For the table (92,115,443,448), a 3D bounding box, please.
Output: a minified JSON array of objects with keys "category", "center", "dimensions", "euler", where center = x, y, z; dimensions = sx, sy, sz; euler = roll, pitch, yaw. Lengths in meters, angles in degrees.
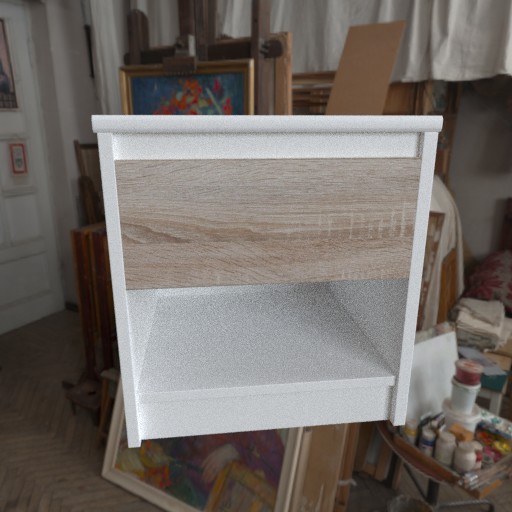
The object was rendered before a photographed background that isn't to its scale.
[{"category":"table","center":[0.000,0.000,0.769],"dimensions":[0.420,0.460,0.380],"euler":[-2,17,-7]}]
